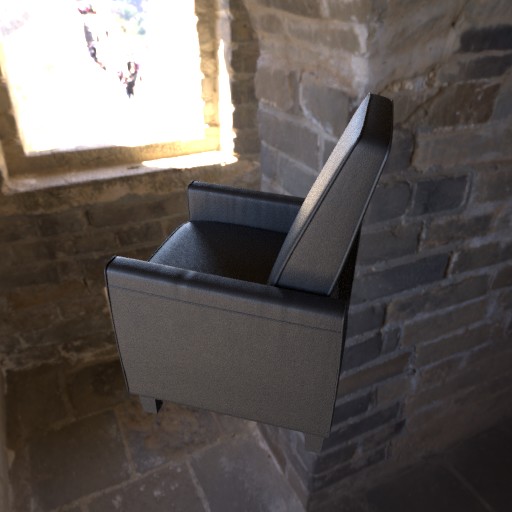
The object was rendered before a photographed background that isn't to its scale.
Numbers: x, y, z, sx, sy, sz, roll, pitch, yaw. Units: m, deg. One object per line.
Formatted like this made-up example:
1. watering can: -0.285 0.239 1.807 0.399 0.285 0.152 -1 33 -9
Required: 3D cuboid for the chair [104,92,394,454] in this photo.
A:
1. chair: 0.000 0.000 1.496 0.746 1.013 0.705 8 32 13
